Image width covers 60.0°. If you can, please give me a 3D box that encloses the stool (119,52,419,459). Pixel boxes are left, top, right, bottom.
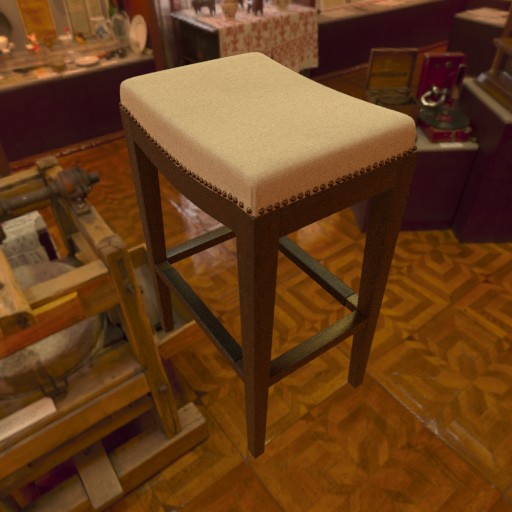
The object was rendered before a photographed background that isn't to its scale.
[{"bbox_3d":[0.000,0.000,1.040,0.358,0.759,0.498,-25,46,-26],"label":"stool"}]
